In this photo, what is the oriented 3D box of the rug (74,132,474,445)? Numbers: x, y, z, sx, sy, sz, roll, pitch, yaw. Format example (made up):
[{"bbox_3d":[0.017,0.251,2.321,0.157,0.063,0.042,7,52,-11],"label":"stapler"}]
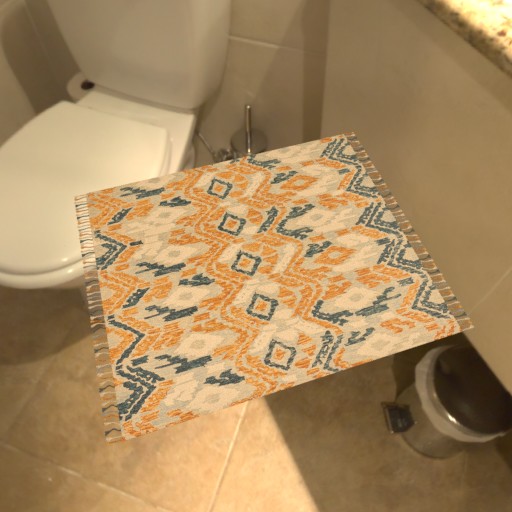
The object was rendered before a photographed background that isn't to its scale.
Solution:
[{"bbox_3d":[0.000,0.000,4.057,3.048,0.010,2.439,-15,59,-9],"label":"rug"}]
